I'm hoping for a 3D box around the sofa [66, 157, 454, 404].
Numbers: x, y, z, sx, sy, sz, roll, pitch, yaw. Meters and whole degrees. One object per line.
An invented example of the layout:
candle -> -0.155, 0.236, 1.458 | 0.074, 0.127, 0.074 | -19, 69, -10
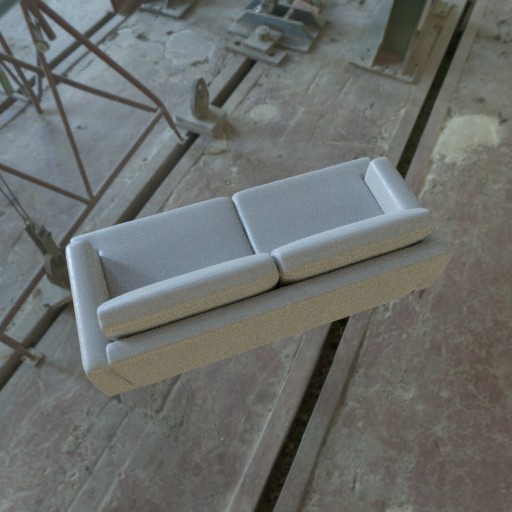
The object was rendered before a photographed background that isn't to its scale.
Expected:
sofa -> 0.000, 0.000, 2.461 | 1.940, 0.765, 0.974 | -17, 59, -10
